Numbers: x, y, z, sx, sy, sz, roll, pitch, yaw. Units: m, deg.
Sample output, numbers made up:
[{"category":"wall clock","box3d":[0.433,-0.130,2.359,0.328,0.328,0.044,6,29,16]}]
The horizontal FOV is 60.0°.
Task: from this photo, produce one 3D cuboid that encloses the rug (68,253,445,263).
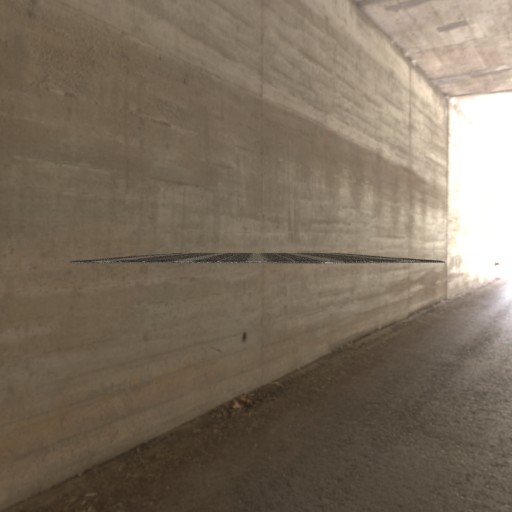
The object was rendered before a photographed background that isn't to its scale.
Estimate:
[{"category":"rug","box3d":[0.000,0.000,2.985,1.520,0.015,2.434,0,1,0]}]
